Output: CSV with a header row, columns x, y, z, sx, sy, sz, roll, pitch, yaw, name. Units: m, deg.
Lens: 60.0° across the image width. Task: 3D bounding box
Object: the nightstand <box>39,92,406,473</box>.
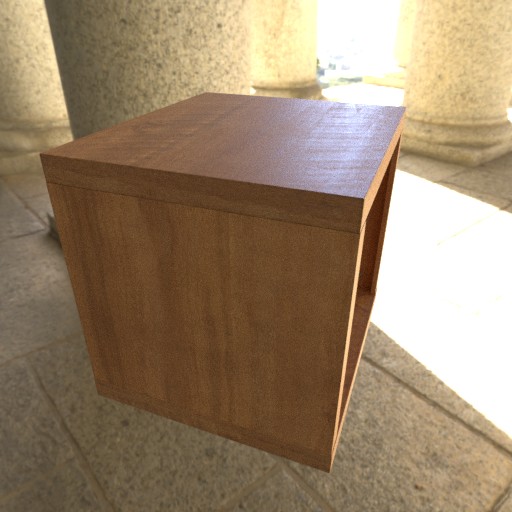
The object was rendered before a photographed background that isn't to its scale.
x,y,z,sx,sy,sz,roll,pitch,yaw,name
0.000,0.000,0.845,0.436,0.491,0.493,11,32,18,nightstand
